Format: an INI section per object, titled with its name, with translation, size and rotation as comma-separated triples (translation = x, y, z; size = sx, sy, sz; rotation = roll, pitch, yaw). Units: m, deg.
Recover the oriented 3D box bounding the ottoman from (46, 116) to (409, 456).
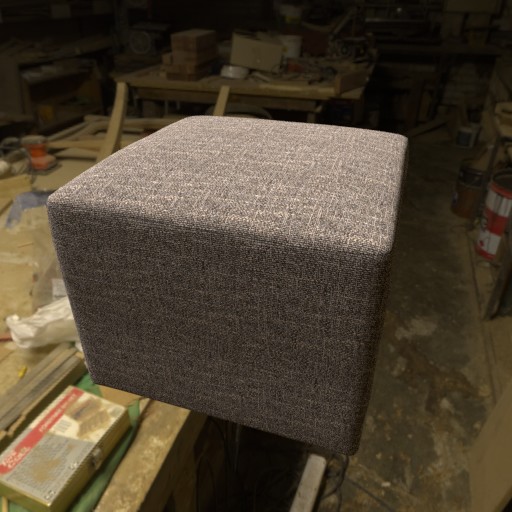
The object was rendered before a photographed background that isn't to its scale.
[ottoman]
translation = 0.000, 0.000, 0.888
size = 0.521, 0.453, 0.512
rotation = 10, 33, 15
